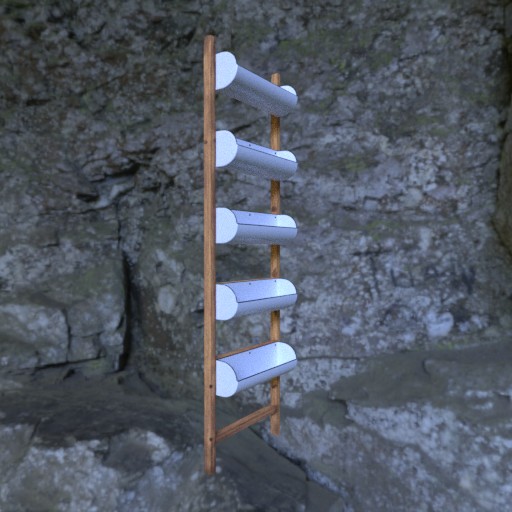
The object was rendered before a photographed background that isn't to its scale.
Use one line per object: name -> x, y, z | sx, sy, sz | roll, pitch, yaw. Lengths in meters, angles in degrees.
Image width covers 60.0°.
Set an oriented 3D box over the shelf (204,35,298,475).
shelf -> 0.000, 0.000, 1.771 | 0.141, 1.600, 0.454 | 1, 1, 37
